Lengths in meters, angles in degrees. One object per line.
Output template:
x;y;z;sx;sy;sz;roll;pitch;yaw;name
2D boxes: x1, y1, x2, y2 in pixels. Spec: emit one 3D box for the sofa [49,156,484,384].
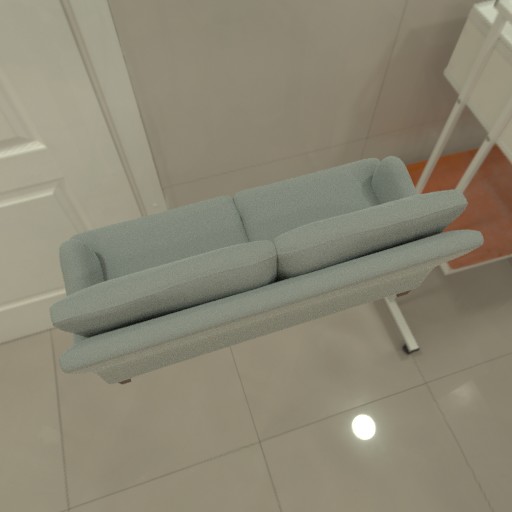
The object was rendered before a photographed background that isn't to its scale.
0.000;0.000;2.707;2.193;1.096;1.069;-16;61;-9;sofa
